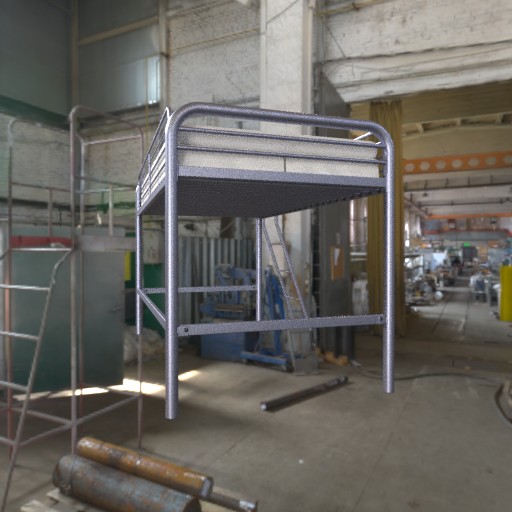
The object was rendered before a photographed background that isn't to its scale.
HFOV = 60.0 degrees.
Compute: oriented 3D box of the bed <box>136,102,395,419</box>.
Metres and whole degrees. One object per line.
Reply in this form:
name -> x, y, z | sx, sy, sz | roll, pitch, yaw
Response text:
bed -> 0.000, 0.000, 2.917 | 1.415, 1.288, 1.965 | 0, 1, -19
